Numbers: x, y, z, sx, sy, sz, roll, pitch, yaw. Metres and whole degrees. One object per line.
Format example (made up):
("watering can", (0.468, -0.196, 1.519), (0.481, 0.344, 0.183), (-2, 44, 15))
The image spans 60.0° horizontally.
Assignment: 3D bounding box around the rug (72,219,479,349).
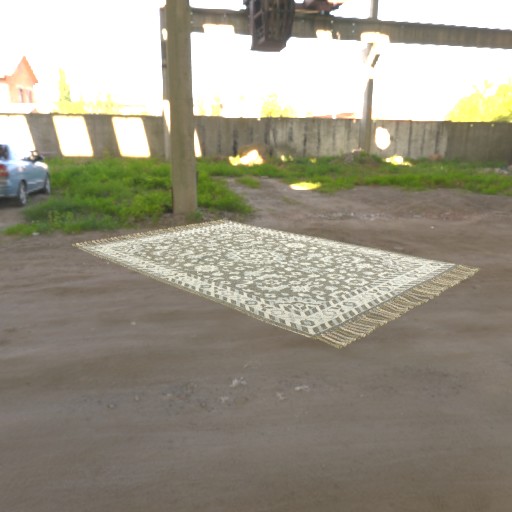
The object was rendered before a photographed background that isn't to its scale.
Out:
("rug", (0.000, 0.000, 3.031), (2.431, 0.025, 1.530), (14, 20, 43))
